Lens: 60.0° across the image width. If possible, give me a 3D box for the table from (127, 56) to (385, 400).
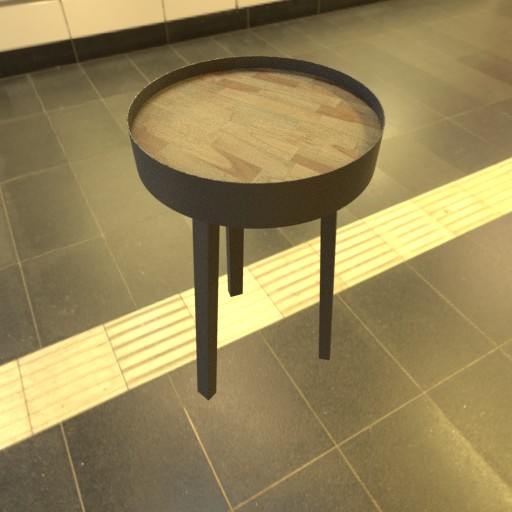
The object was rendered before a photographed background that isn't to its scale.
[{"bbox_3d":[0.000,0.000,0.956,0.406,0.686,0.406,32,54,27],"label":"table"}]
